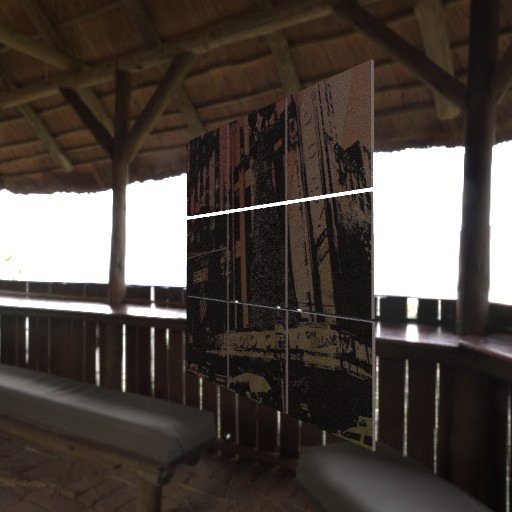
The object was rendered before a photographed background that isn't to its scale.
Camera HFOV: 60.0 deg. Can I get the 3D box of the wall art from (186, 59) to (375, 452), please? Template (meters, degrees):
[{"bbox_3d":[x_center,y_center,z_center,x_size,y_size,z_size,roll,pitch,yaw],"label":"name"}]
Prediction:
[{"bbox_3d":[0.000,0.000,2.332,0.017,1.521,1.527,0,0,-37],"label":"wall art"}]
